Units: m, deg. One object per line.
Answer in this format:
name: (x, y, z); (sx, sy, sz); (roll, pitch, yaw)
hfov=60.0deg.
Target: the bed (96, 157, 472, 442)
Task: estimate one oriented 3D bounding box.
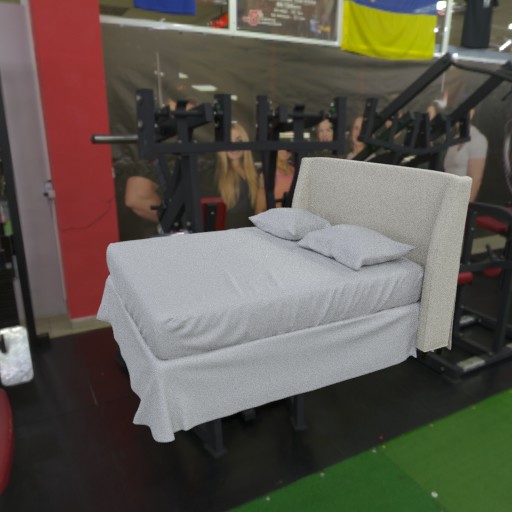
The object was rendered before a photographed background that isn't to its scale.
bed: (0.000, 0.000, 3.430); (2.276, 1.332, 1.925); (-8, 19, -25)
